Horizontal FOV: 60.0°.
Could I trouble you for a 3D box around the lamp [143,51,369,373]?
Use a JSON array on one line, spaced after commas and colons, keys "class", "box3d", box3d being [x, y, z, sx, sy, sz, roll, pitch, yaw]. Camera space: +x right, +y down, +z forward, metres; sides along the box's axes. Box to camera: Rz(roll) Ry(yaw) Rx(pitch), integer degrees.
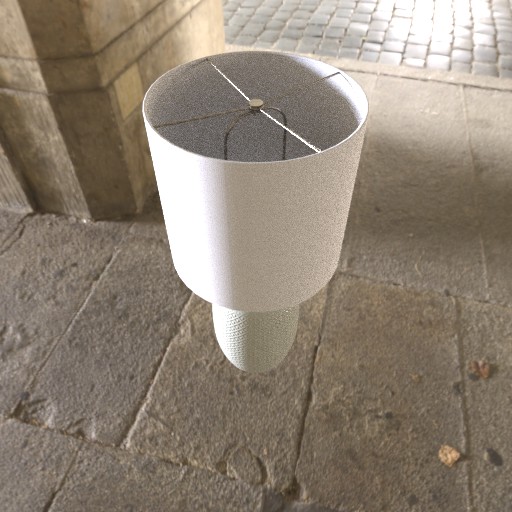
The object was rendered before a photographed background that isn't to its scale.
[{"class": "lamp", "box3d": [0.000, 0.000, 0.596, 0.217, 0.453, 0.217, -24, 52, -20]}]
